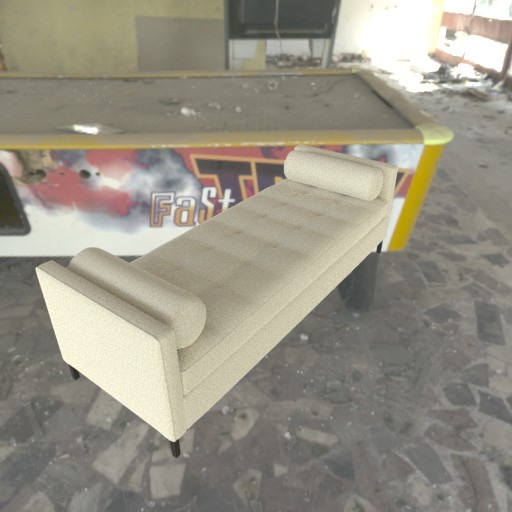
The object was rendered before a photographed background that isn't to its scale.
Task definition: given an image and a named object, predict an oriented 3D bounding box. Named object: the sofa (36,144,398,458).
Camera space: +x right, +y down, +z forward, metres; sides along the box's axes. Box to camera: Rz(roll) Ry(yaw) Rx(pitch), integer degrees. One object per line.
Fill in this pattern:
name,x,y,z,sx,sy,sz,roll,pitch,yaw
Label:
sofa,0.000,0.000,2.397,0.746,0.641,1.985,21,38,31
